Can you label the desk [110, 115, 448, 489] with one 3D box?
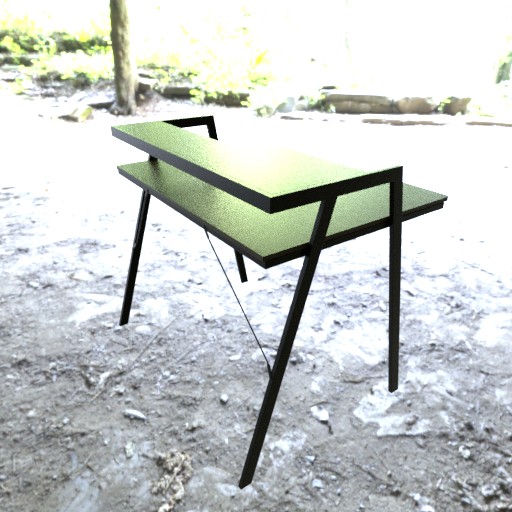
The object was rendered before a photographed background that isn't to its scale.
[{"bbox_3d":[0.000,0.000,1.906,0.936,0.998,1.143,-18,32,-31],"label":"desk"}]
